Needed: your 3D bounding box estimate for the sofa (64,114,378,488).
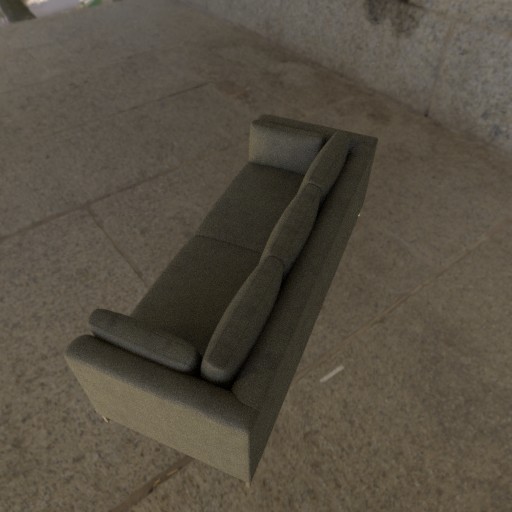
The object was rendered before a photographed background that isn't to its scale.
[{"bbox_3d":[0.000,0.000,2.911,0.969,0.867,2.415,17,49,16],"label":"sofa"}]
